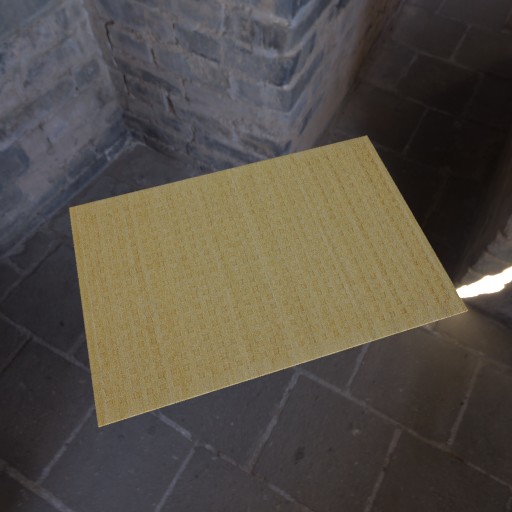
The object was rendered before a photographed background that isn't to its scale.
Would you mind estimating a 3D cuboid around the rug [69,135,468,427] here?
[{"bbox_3d":[0.000,0.000,2.942,2.286,0.006,1.524,-15,62,-8],"label":"rug"}]
